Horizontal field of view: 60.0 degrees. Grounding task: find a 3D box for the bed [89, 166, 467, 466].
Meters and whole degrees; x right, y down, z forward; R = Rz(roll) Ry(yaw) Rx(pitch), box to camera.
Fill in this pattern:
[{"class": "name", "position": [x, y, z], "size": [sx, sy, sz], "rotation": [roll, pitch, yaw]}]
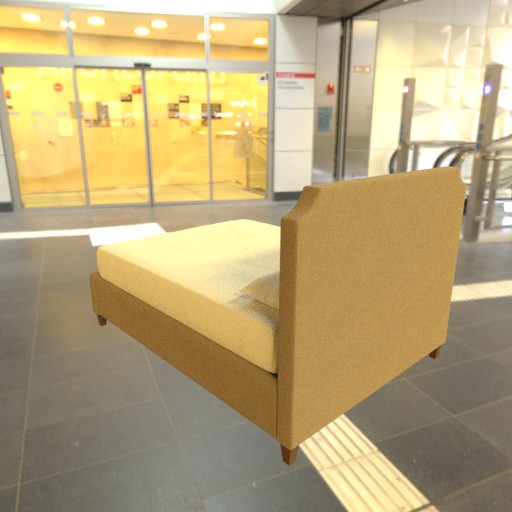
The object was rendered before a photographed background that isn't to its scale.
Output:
[{"class": "bed", "position": [0.000, 0.000, 3.393], "size": [1.703, 1.415, 2.329], "rotation": [-15, 22, -41]}]
